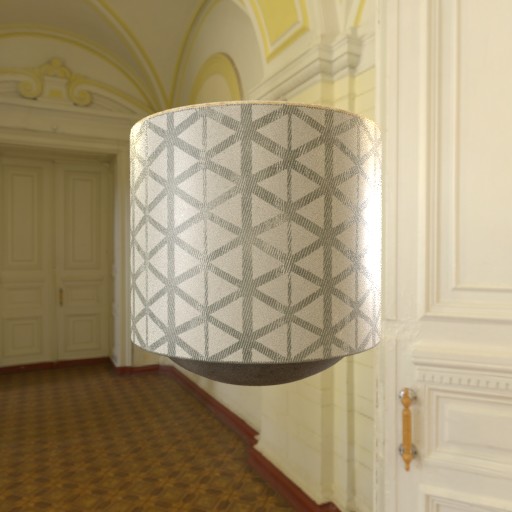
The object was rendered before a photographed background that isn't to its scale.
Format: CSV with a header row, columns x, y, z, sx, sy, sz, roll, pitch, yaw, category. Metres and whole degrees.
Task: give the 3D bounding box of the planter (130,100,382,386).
x,y,z,sx,sy,sz,roll,pitch,yaw,category
0.000,0.000,0.459,0.250,0.239,0.250,0,1,0,planter
